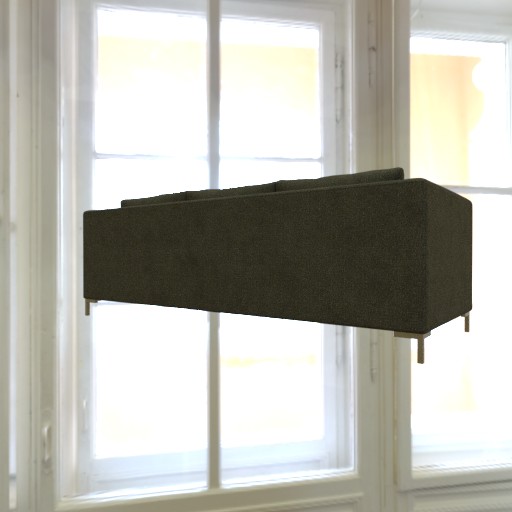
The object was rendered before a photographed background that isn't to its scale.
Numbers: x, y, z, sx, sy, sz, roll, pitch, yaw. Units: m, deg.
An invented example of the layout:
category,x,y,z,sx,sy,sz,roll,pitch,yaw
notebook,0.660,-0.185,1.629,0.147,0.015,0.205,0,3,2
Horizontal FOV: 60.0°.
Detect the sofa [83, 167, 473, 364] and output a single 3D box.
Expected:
category,x,y,z,sx,sy,sz,roll,pitch,yaw
sofa,0.000,0.000,2.886,2.415,0.867,0.969,0,0,36
